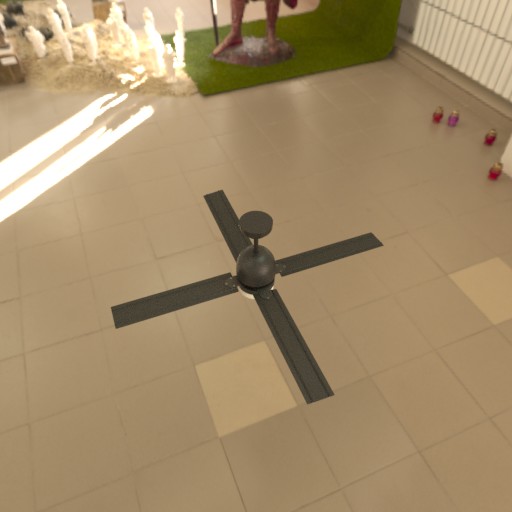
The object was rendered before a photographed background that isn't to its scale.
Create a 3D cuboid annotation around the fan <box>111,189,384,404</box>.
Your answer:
[{"bbox_3d":[0.000,0.000,1.972,1.319,0.410,1.319,-17,49,-16],"label":"fan"}]
